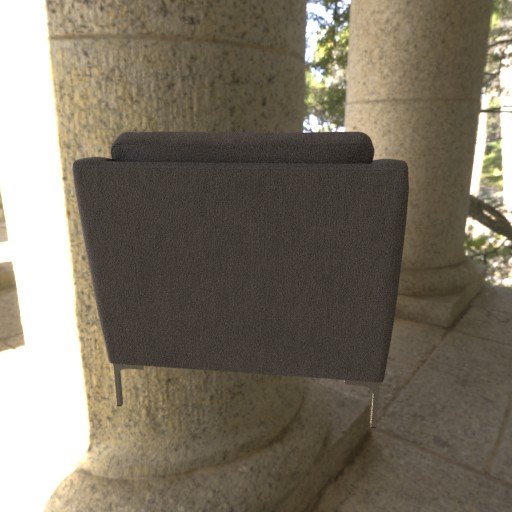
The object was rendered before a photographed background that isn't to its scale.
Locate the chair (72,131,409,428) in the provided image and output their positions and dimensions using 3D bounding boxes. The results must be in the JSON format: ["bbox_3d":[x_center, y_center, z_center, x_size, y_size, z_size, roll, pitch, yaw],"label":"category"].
[{"bbox_3d":[0.000,0.000,1.538,0.847,0.828,0.849,2,15,8],"label":"chair"}]
